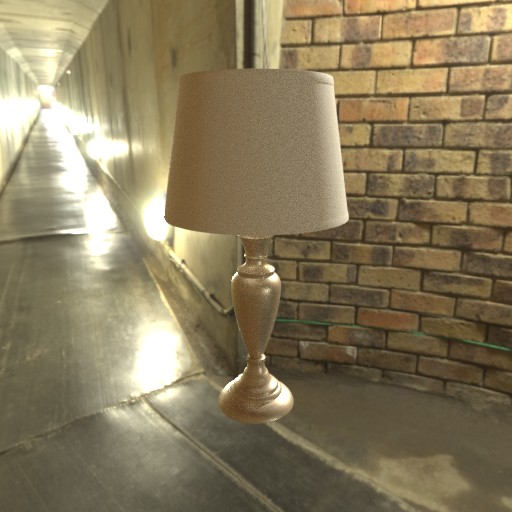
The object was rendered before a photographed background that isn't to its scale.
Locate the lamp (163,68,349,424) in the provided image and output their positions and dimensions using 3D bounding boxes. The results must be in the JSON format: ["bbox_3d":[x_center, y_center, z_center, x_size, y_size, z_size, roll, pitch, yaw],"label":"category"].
[{"bbox_3d":[0.000,0.000,0.820,0.328,0.612,0.328,0,16,0],"label":"lamp"}]
